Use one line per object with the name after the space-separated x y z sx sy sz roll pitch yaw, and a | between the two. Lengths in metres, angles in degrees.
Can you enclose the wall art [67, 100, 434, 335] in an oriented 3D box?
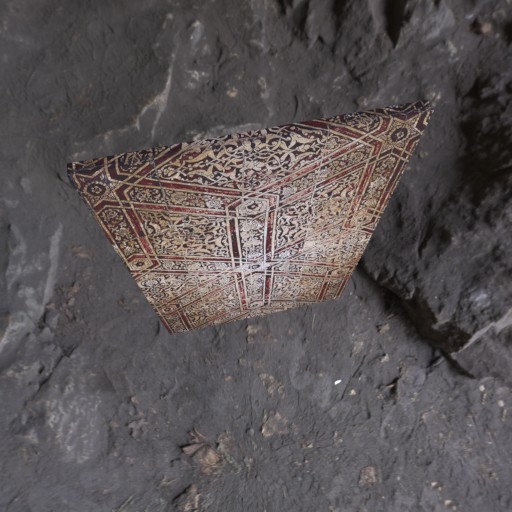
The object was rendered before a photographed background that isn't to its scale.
0.000 0.000 0.743 0.397 0.599 0.020 -12 65 -5 | wall art
